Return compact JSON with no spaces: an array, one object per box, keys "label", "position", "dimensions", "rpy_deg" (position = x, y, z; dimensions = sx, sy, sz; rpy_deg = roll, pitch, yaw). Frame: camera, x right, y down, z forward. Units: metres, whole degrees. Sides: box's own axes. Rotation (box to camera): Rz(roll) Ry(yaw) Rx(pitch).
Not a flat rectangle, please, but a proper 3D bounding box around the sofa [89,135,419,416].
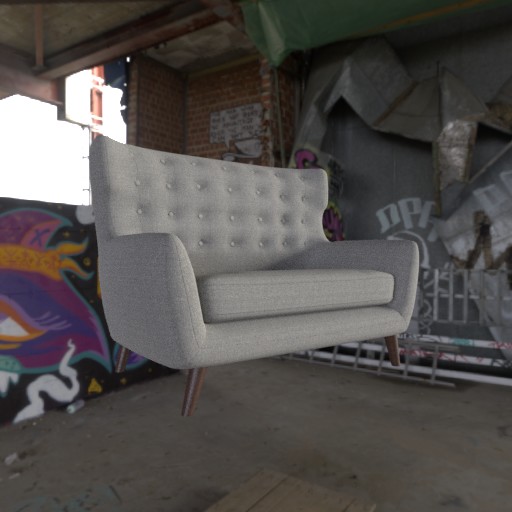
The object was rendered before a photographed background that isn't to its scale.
[{"label":"sofa","position":[0.000,0.000,2.065],"dimensions":[1.386,1.028,0.884],"rpy_deg":[0,0,-36]}]
